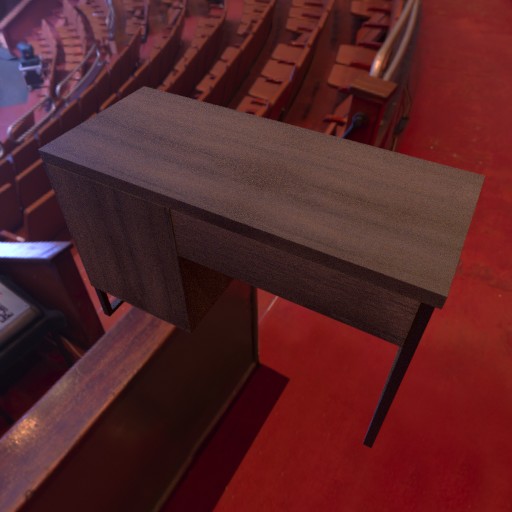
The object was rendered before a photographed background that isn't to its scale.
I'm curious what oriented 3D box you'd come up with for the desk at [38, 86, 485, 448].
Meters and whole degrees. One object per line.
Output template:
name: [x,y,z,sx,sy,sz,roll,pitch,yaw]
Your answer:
desk: [0.000,0.000,1.486,1.134,0.752,0.511,21,48,20]
